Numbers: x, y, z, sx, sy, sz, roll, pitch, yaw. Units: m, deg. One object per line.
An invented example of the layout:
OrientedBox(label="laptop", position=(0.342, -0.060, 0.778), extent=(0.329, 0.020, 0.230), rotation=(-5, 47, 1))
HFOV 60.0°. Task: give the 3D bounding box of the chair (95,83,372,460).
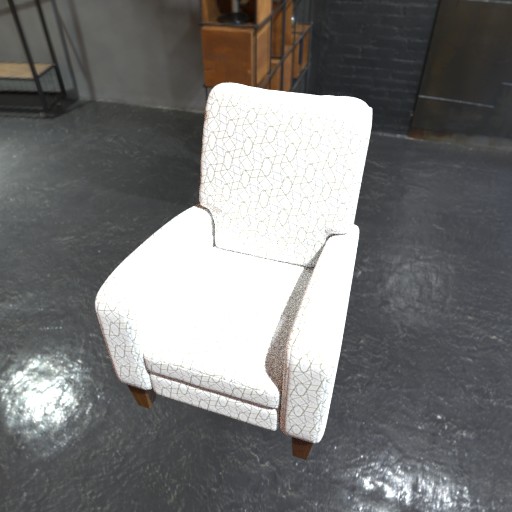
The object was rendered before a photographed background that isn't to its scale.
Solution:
OrientedBox(label="chair", position=(0.000, 0.000, 1.727), extent=(0.796, 1.064, 0.995), rotation=(12, 41, 14))
